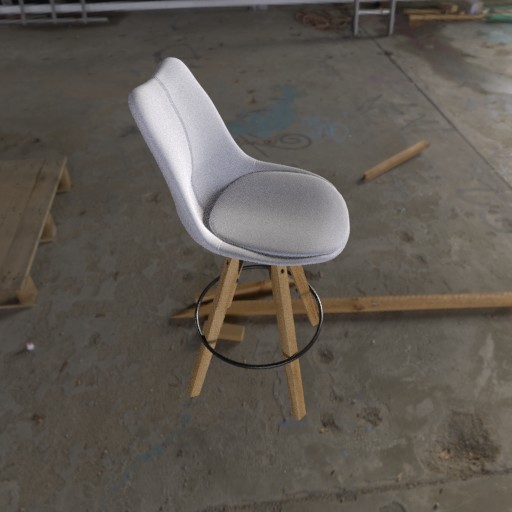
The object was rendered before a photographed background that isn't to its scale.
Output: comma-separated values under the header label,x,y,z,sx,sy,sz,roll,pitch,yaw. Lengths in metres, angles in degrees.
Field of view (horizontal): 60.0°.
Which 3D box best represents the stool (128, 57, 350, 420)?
label,x,y,z,sx,sy,sz,roll,pitch,yaw
stool,0.000,0.000,1.421,0.550,1.115,0.484,9,45,9
